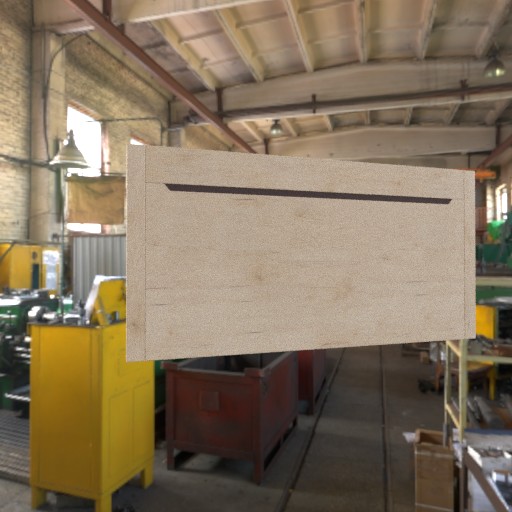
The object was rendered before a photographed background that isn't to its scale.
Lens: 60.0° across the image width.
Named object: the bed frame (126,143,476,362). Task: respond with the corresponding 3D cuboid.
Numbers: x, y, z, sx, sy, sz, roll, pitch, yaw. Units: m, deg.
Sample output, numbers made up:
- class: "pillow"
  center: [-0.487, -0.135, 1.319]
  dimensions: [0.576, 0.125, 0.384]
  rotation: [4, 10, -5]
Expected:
- class: "bed frame"
  center: [0.000, 0.000, 3.089]
  dimensions: [1.800, 0.900, 2.080]
  rotation: [0, -1, -18]
